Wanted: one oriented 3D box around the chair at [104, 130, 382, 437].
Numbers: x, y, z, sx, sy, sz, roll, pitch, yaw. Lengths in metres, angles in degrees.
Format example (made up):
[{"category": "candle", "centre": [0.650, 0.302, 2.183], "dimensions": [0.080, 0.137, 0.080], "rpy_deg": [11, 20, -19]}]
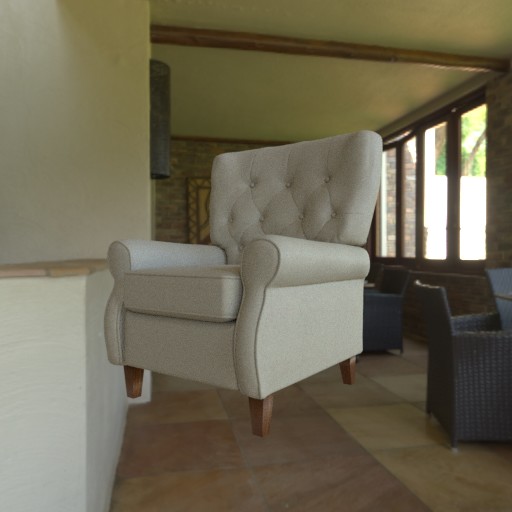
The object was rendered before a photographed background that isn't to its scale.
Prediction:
[{"category": "chair", "centre": [0.000, 0.000, 1.968], "dimensions": [0.943, 1.158, 1.059], "rpy_deg": [0, 1, 36]}]
